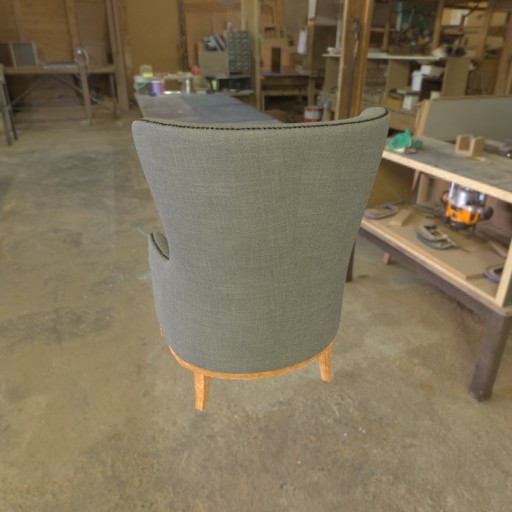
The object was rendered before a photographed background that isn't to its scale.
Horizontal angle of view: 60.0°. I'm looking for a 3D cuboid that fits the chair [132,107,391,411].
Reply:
[{"bbox_3d":[0.000,0.000,1.805,0.864,1.176,0.883,-8,27,-15],"label":"chair"}]
